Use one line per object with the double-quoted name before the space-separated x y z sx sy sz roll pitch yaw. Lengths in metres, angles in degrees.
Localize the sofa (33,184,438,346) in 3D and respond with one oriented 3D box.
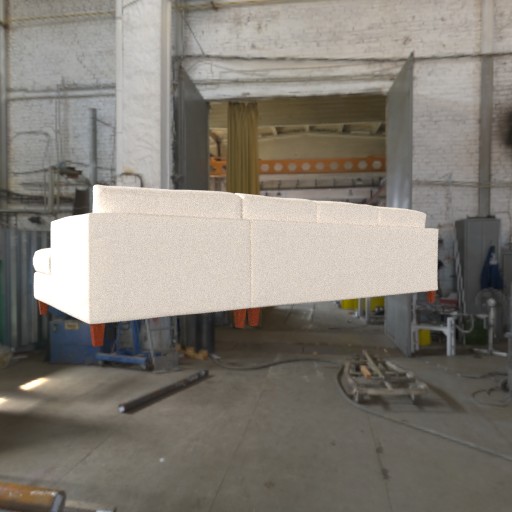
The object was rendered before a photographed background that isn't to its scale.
"sofa" 0.000 0.000 4.082 3.471 0.954 1.606 -1 1 -37
